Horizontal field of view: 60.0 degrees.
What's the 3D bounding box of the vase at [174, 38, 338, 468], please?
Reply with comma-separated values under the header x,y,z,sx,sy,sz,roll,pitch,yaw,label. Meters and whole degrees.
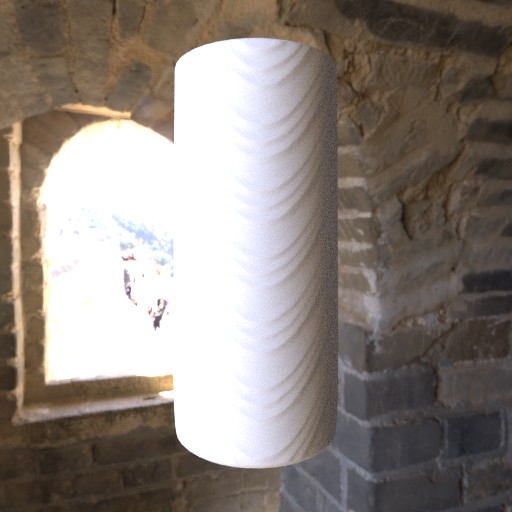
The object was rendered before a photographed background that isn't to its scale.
x,y,z,sx,sy,sz,roll,pitch,yaw,label
0.000,0.000,0.388,0.143,0.316,0.143,0,2,0,vase
